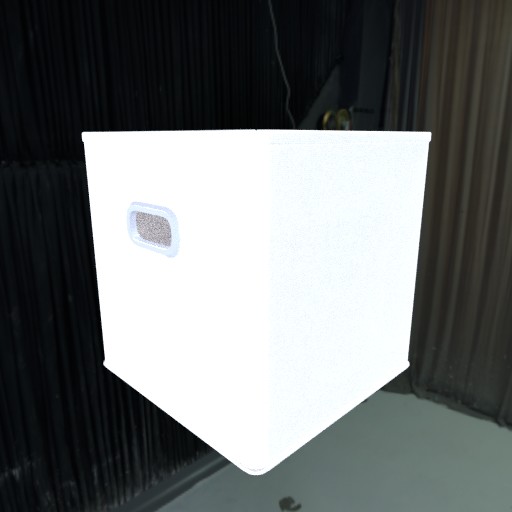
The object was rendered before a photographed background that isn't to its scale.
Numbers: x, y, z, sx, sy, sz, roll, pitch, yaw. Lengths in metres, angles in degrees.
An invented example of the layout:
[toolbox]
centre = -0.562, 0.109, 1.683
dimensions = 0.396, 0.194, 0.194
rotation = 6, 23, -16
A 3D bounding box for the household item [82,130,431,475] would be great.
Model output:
[household item]
centre = 0.000, 0.000, 0.567
dimensions = 0.305, 0.305, 0.305
rotation = -14, 21, -43
